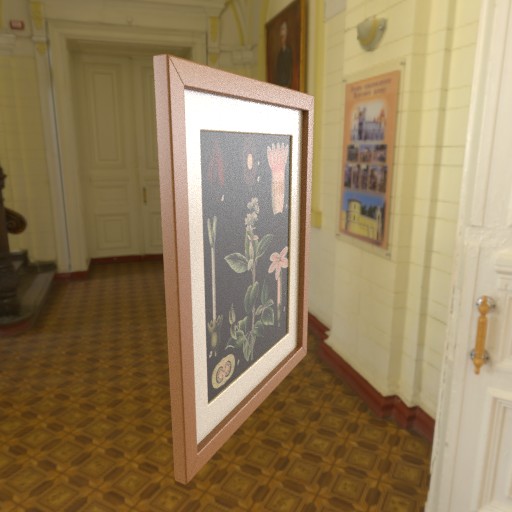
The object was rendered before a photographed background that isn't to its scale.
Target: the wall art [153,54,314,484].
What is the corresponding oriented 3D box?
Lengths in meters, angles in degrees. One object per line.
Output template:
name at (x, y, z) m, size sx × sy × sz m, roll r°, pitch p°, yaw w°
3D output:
wall art at (0.000, 0.000, 0.511) m, size 0.015 × 0.379 × 0.310 m, roll 7°, pitch 15°, yaw 27°
